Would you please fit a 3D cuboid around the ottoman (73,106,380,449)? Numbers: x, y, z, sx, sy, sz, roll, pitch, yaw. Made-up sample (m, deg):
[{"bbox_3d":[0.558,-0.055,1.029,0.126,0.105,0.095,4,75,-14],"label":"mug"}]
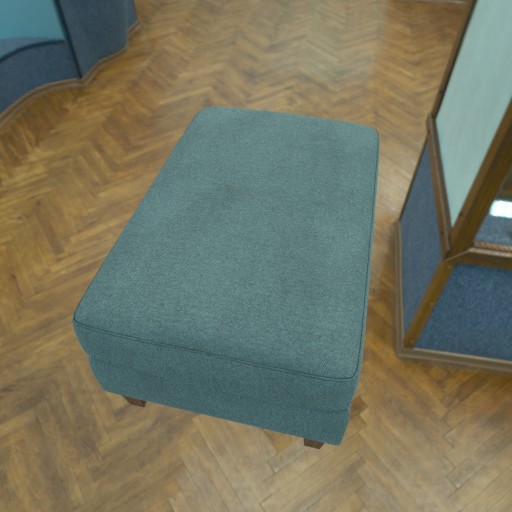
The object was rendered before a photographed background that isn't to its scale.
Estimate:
[{"bbox_3d":[0.000,0.000,1.219,0.584,0.483,0.864,10,48,9],"label":"ottoman"}]
